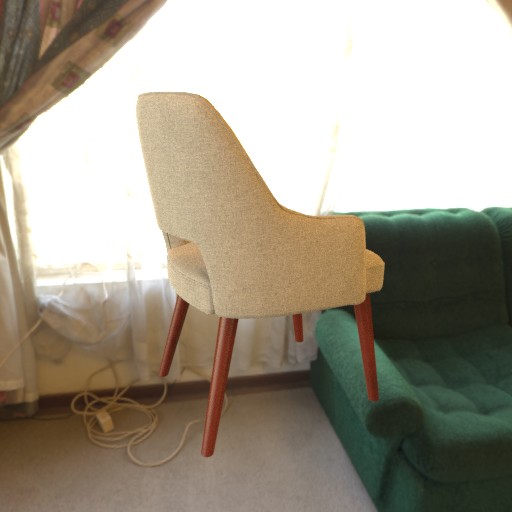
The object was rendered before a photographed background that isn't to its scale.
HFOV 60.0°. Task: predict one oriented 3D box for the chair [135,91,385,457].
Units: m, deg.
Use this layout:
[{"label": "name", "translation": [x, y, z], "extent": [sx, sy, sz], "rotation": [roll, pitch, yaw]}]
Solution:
[{"label": "chair", "translation": [0.000, 0.000, 1.254], "extent": [0.605, 0.849, 0.548], "rotation": [-8, 18, -25]}]
